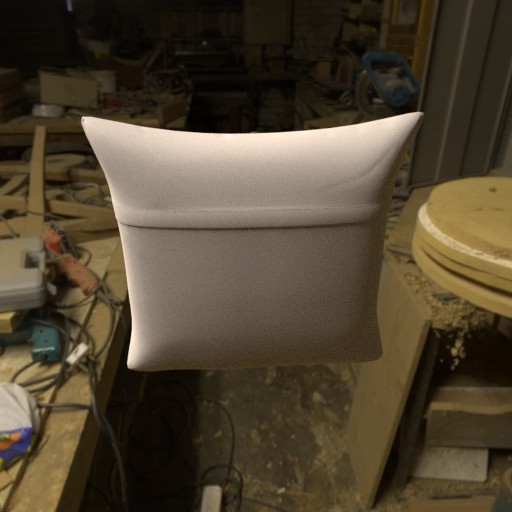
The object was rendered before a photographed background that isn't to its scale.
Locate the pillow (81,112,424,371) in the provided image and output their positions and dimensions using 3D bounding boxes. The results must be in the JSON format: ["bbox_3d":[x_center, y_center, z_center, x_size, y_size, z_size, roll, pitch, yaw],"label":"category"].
[{"bbox_3d":[0.000,0.000,0.763,0.501,0.477,0.192,-2,28,-3],"label":"pillow"}]
